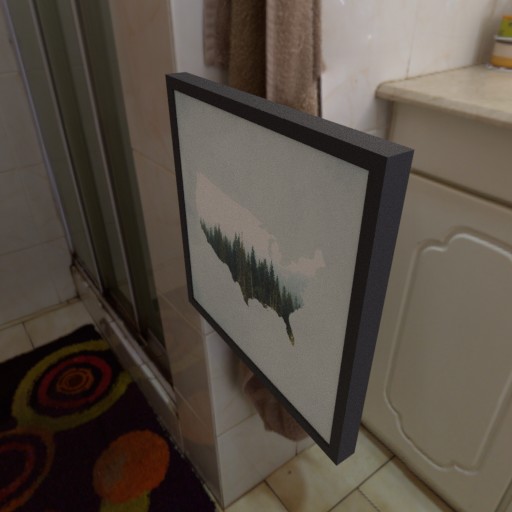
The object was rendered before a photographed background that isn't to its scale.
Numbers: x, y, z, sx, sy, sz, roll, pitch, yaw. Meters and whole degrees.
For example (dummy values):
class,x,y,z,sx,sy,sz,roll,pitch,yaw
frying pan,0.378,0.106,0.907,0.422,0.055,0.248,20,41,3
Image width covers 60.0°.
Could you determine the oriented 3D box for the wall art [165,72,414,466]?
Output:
class,x,y,z,sx,sy,sz,roll,pitch,yaw
wall art,0.000,0.000,0.753,0.040,0.509,0.509,-20,38,-29
